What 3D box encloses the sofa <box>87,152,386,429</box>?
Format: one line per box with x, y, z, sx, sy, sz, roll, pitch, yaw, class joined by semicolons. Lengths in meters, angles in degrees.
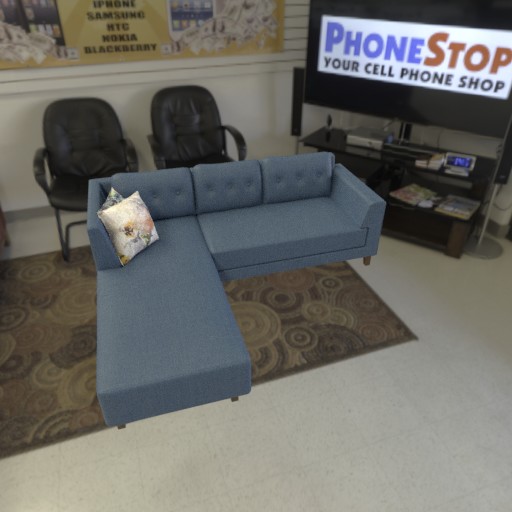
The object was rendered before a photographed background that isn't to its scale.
0.000;0.000;3.066;2.120;0.787;1.829;-9;35;-14;sofa
